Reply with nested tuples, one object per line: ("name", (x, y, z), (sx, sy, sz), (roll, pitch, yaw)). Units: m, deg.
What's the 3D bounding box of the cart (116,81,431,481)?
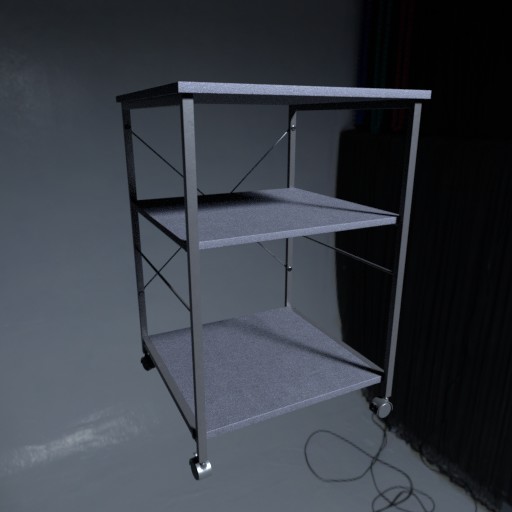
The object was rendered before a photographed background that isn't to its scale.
("cart", (0.000, 0.000, 1.106), (0.521, 0.762, 0.520), (-8, 19, -25))
